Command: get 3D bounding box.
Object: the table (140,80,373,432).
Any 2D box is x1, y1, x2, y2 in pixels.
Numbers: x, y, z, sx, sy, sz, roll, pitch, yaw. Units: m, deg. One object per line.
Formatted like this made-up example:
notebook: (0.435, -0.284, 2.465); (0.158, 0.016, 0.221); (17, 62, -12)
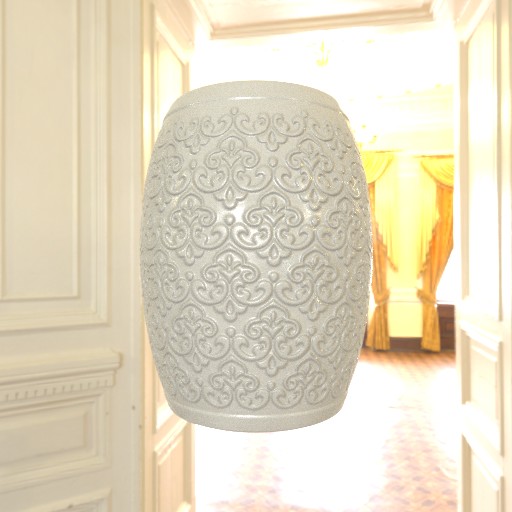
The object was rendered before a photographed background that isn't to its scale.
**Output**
table: (0.000, 0.000, 0.607); (0.309, 0.397, 0.309); (0, 0, 0)
